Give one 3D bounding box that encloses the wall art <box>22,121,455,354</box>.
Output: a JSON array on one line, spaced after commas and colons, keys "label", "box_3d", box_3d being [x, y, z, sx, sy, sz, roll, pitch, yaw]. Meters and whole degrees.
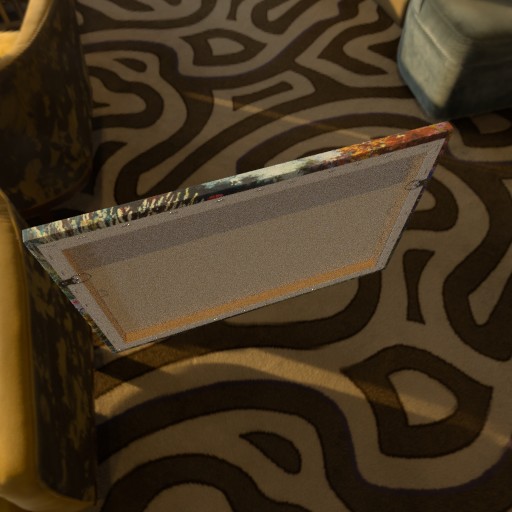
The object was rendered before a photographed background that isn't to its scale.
[{"label": "wall art", "box_3d": [0.000, 0.000, 1.441, 1.136, 0.760, 0.042, -16, 60, -10]}]
